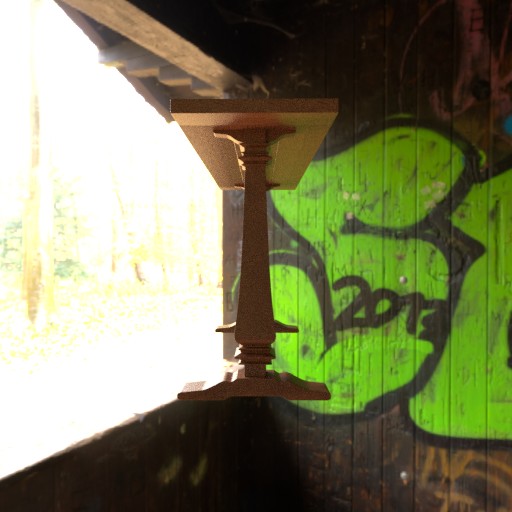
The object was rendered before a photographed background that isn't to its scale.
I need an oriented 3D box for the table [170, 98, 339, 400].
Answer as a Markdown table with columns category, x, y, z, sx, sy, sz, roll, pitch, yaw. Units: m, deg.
| category | x | y | z | sx | sy | sz | roll | pitch | yaw |
| --- | --- | --- | --- | --- | --- | --- | --- | --- | --- |
| table | 0.000 | 0.000 | 1.922 | 0.461 | 0.852 | 1.478 | 0 | 1 | 1 |
